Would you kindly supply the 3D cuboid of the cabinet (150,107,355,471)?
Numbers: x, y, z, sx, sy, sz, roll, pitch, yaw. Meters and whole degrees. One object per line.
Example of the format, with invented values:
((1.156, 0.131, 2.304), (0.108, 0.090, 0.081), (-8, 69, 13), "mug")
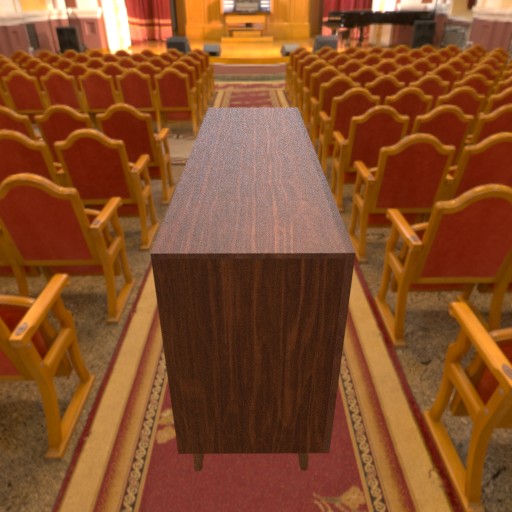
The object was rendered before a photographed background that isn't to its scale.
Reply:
((0.000, 0.000, 1.959), (0.505, 0.940, 1.575), (0, 30, 0), "cabinet")
